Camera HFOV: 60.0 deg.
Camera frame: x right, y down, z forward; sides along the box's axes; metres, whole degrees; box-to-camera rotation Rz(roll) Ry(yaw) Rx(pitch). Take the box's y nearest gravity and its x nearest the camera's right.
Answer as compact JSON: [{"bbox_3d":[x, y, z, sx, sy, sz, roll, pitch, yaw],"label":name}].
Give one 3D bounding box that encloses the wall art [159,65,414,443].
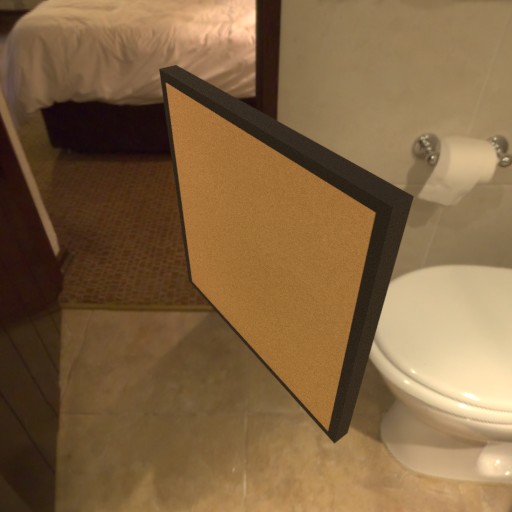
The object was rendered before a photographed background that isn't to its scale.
[{"bbox_3d":[0.000,0.000,0.776,0.033,0.507,0.508,-26,48,-27],"label":"wall art"}]
